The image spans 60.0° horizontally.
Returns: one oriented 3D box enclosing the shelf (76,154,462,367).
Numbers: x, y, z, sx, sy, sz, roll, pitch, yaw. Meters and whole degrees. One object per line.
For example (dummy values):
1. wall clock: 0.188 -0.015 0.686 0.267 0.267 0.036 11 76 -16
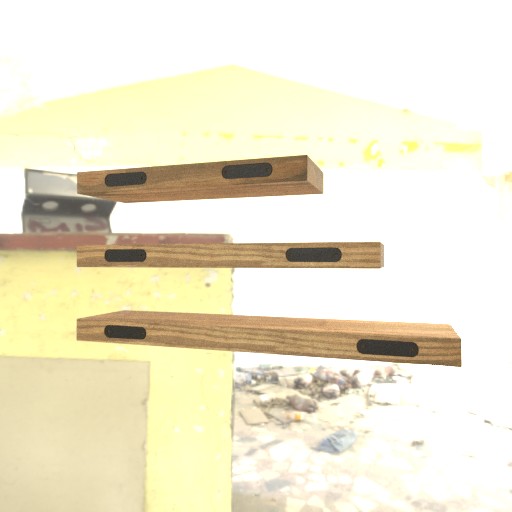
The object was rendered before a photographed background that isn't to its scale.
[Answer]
1. shelf: 0.000 0.000 0.738 0.610 0.293 0.140 0 -1 18
